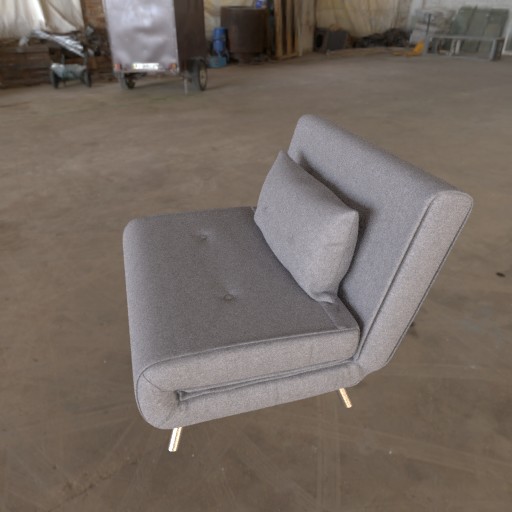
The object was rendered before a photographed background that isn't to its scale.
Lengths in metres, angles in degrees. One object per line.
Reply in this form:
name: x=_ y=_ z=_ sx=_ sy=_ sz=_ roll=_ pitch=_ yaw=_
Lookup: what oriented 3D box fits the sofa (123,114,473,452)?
sofa: x=0.000 y=0.000 z=1.717 sx=1.000 sy=0.825 sz=1.020 roll=-8 pitch=31 yaw=-14
